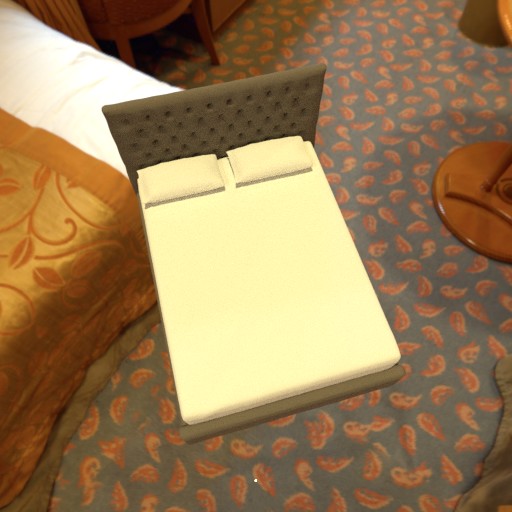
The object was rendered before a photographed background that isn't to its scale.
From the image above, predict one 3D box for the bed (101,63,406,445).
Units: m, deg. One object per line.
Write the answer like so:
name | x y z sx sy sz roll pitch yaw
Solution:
bed | 0.000 0.000 3.388 1.696 1.426 2.233 -14 64 -7
